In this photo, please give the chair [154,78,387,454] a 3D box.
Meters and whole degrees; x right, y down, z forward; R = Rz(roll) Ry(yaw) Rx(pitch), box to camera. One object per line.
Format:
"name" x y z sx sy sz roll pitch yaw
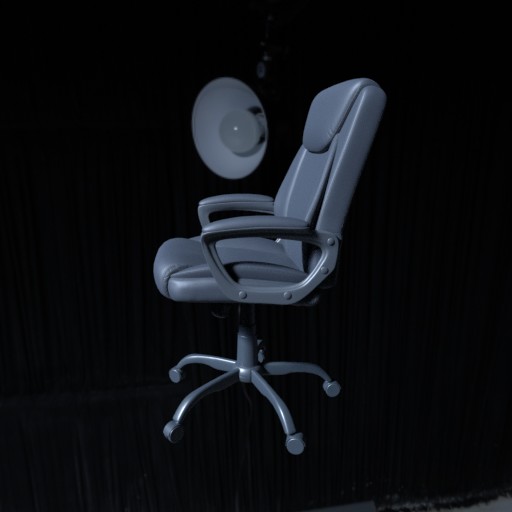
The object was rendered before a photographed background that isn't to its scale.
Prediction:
"chair" 0.000 0.000 1.462 0.655 1.072 0.615 -2 14 -8
